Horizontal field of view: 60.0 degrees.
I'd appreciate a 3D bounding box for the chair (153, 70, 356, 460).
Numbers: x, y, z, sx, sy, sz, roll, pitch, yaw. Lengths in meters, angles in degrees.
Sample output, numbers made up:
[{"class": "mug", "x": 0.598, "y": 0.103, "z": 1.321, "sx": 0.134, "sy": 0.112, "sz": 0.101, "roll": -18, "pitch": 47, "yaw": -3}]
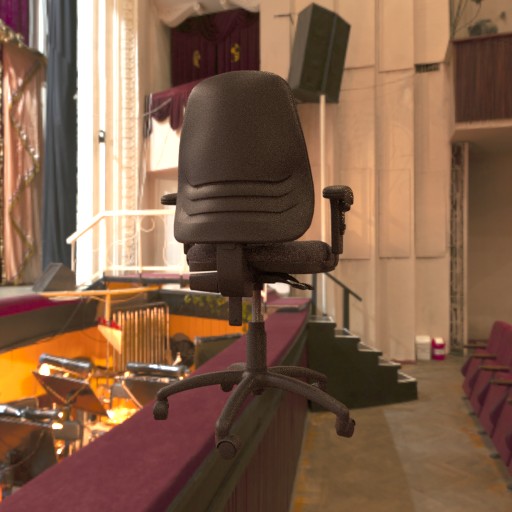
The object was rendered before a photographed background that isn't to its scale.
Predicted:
[{"class": "chair", "x": 0.000, "y": 0.000, "z": 1.241, "sx": 0.550, "sy": 0.910, "sz": 0.530, "roll": 0, "pitch": 0, "yaw": 17}]
